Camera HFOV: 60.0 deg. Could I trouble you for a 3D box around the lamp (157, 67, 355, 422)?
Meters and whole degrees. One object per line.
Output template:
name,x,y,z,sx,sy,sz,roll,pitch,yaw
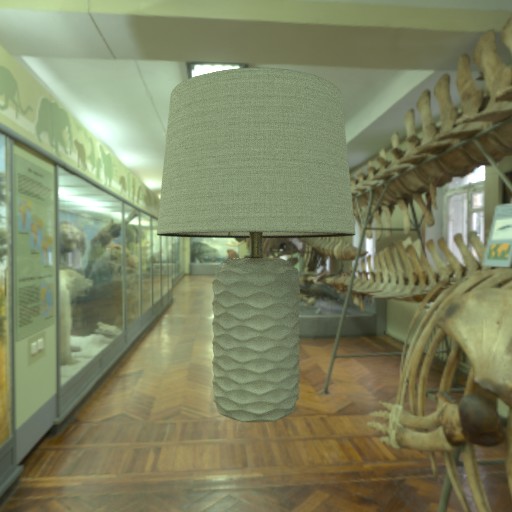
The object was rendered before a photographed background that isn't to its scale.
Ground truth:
lamp,0.000,0.000,0.858,0.376,0.594,0.376,0,1,0
